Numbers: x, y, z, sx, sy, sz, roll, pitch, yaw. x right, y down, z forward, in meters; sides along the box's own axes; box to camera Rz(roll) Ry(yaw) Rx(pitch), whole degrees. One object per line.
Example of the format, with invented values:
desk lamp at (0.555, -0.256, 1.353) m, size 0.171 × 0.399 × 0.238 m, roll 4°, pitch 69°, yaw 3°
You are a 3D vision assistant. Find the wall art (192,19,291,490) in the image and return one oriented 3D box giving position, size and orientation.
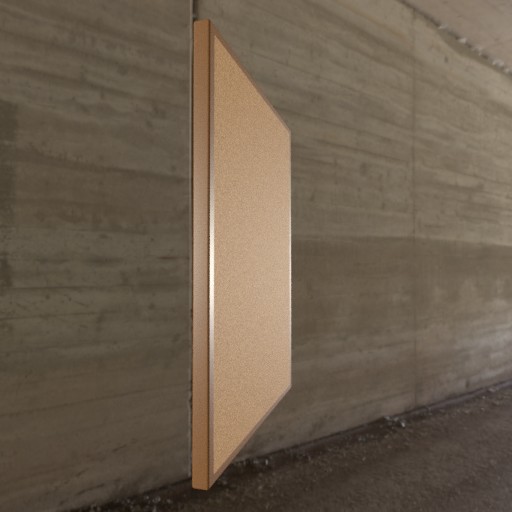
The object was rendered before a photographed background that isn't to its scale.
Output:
wall art at (0.000, 0.000, 0.733) m, size 0.021 × 0.550 × 0.449 m, roll 0°, pitch -1°, yaw 17°
